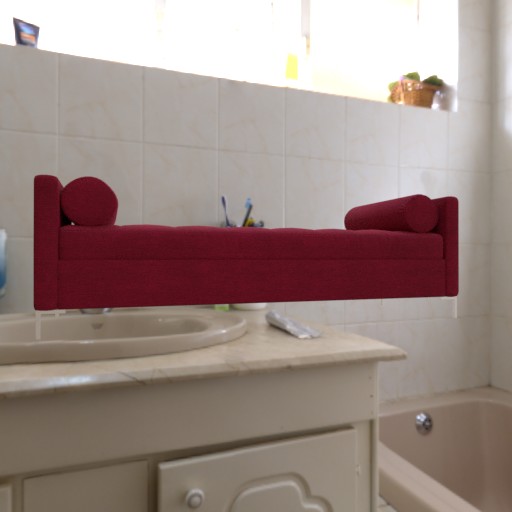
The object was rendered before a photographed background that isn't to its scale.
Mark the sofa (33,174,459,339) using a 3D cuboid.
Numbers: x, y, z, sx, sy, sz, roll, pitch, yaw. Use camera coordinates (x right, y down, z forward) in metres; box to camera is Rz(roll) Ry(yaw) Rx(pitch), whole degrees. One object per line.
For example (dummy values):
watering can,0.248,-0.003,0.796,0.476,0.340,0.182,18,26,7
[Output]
sofa,0.000,0.000,2.288,1.981,0.635,0.686,0,0,-18
